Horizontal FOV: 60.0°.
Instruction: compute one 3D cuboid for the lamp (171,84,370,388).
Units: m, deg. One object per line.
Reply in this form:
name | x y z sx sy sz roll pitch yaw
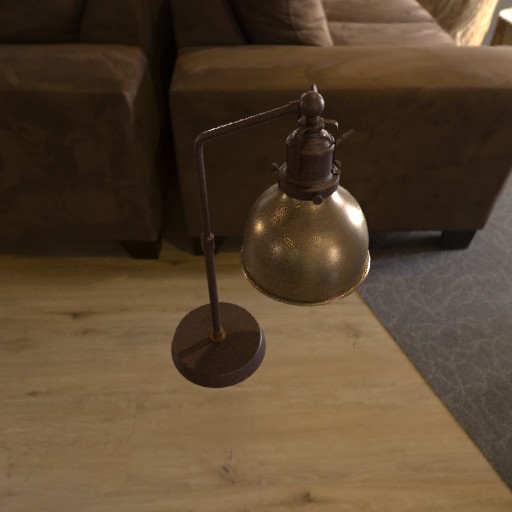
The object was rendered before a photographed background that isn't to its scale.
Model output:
lamp | 0.000 0.000 0.600 0.298 0.469 0.175 10 46 10
